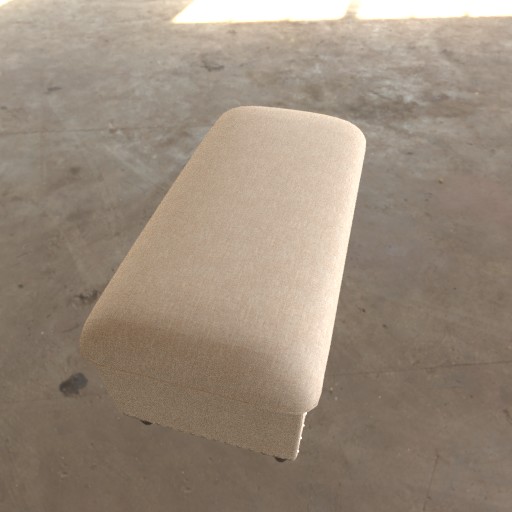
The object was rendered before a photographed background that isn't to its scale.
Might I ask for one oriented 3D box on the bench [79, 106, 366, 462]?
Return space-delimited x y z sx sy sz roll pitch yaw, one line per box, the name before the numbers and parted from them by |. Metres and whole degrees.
bench | 0.000 0.000 1.241 0.483 0.483 0.991 11 47 11
